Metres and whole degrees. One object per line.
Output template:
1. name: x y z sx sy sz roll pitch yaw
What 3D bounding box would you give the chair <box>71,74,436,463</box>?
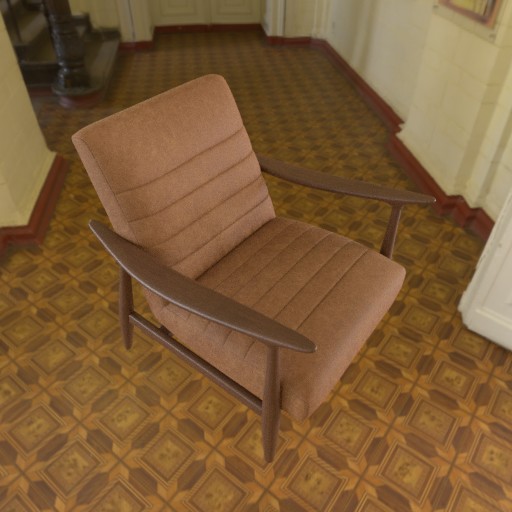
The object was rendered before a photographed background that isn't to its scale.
1. chair: 0.000 0.000 1.378 0.798 0.832 0.741 26 47 27
